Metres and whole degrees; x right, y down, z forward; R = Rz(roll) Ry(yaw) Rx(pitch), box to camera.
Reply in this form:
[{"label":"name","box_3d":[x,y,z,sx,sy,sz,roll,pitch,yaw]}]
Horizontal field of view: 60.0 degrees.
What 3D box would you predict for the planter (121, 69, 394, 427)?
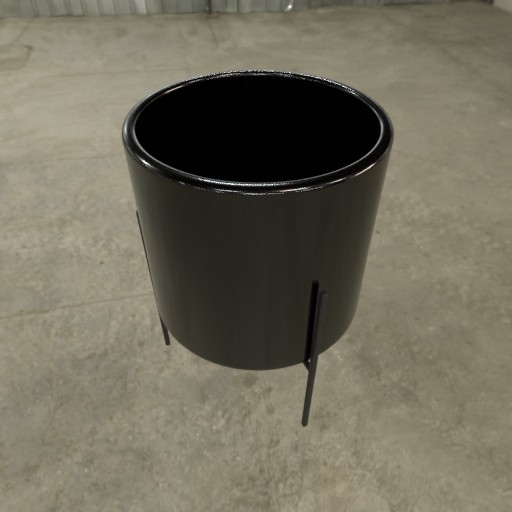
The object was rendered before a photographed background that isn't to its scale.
[{"label":"planter","box_3d":[0.000,0.000,0.644,0.310,0.432,0.310,12,44,13]}]
